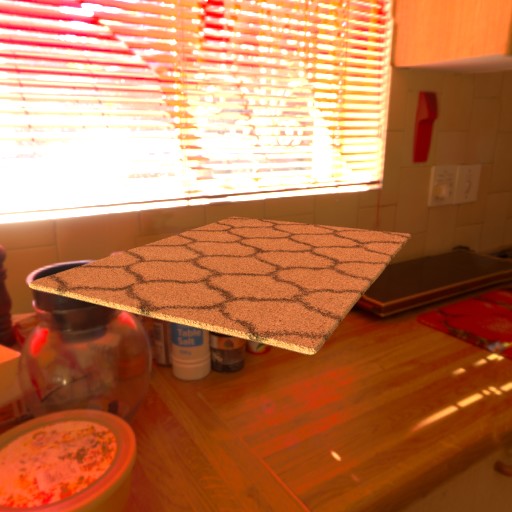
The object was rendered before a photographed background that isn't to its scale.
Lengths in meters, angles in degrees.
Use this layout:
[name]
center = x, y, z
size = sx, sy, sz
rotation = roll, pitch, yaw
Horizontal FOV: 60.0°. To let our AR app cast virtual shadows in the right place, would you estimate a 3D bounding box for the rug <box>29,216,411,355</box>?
[rug]
center = 0.000, 0.000, 2.157
size = 1.200, 0.025, 1.600
rotation = 8, 18, 26
